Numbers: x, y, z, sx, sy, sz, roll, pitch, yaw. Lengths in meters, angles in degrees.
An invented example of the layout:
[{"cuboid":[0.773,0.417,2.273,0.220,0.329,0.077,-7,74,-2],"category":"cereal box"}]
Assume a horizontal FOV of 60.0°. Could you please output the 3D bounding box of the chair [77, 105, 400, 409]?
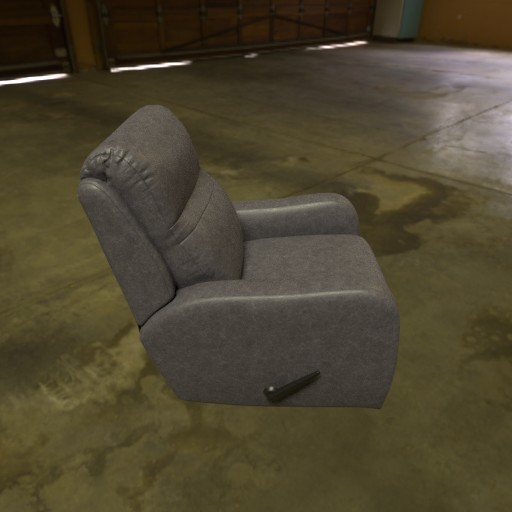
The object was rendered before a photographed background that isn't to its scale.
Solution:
[{"cuboid":[0.000,0.000,1.785,1.067,1.067,0.865,0,31,0],"category":"chair"}]
